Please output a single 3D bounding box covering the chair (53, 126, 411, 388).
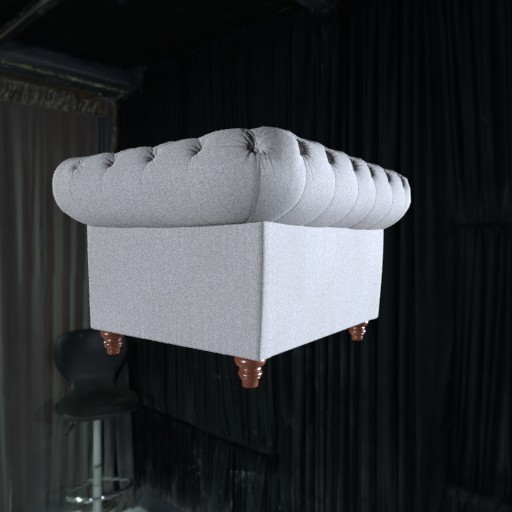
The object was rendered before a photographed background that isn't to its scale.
[{"bbox_3d":[0.000,0.000,1.839,0.976,0.770,1.270,1,2,36],"label":"chair"}]
